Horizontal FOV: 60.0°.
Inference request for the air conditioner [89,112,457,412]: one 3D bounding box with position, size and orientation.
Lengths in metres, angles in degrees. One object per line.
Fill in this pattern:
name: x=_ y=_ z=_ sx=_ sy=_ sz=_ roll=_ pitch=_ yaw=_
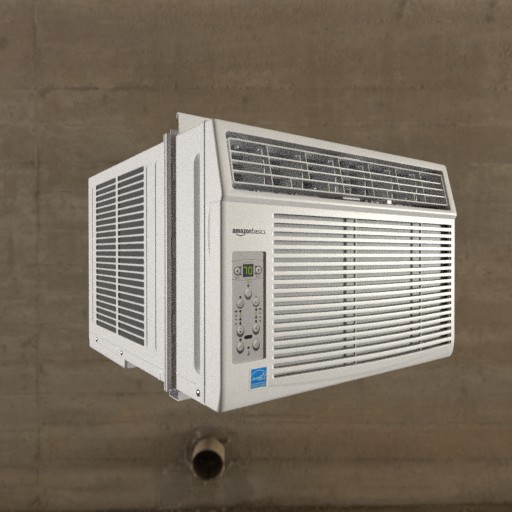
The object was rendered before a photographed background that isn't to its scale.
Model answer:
air conditioner: x=0.000 y=0.000 z=0.857 sx=0.503 sy=0.388 sz=0.546 roll=0 pitch=1 yaw=-36
